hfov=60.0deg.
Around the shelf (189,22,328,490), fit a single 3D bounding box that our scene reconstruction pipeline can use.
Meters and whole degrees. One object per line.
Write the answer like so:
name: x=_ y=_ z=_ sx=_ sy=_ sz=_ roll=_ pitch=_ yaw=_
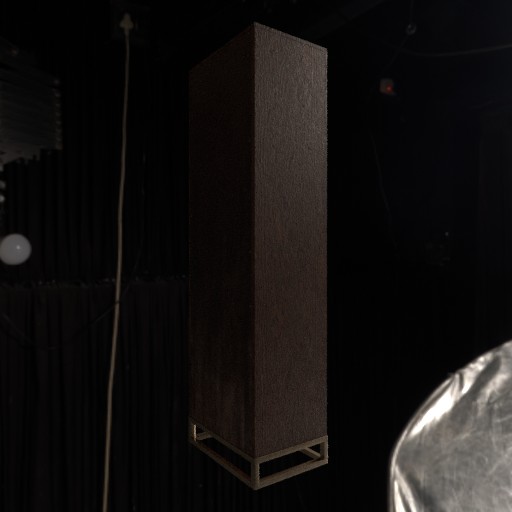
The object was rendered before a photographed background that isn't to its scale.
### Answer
shelf: x=0.000 y=0.000 z=1.970 sx=0.395 sy=1.732 sz=0.539 roll=0 pitch=0 yaw=-35
